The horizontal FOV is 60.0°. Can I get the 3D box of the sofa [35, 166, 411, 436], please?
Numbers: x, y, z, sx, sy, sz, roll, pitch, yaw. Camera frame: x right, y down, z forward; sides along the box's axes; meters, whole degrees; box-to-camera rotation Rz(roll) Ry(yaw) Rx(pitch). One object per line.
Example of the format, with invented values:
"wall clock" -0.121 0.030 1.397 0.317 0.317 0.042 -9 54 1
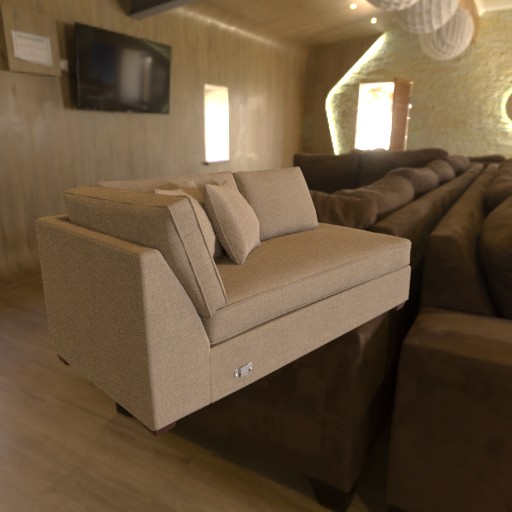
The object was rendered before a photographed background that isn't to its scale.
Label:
"sofa" 0.000 0.000 2.806 2.238 1.019 1.110 -15 21 -43
